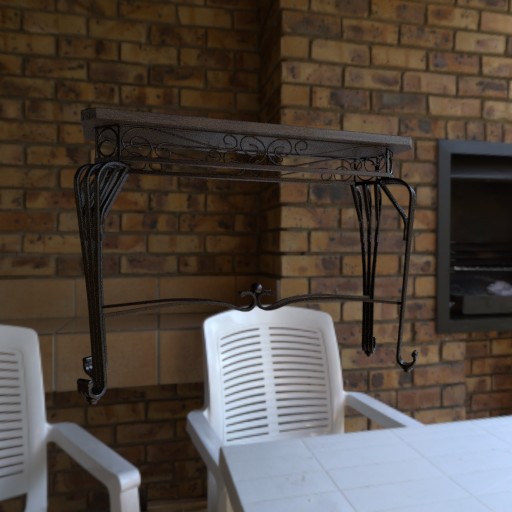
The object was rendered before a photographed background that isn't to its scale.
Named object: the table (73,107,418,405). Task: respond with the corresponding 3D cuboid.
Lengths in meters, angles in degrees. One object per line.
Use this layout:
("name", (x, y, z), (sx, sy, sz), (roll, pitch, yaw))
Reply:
("table", (0.000, 0.000, 1.478), (1.112, 0.800, 0.329), (0, 1, -18))
